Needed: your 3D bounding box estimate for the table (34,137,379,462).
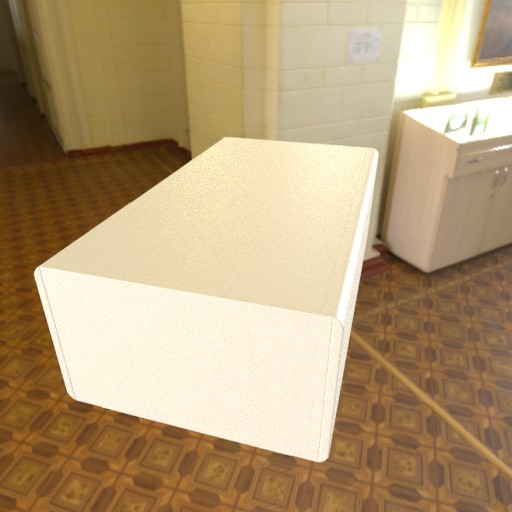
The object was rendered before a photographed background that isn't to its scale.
[{"bbox_3d":[0.000,0.000,1.391,0.639,0.442,1.097,8,30,14],"label":"table"}]
